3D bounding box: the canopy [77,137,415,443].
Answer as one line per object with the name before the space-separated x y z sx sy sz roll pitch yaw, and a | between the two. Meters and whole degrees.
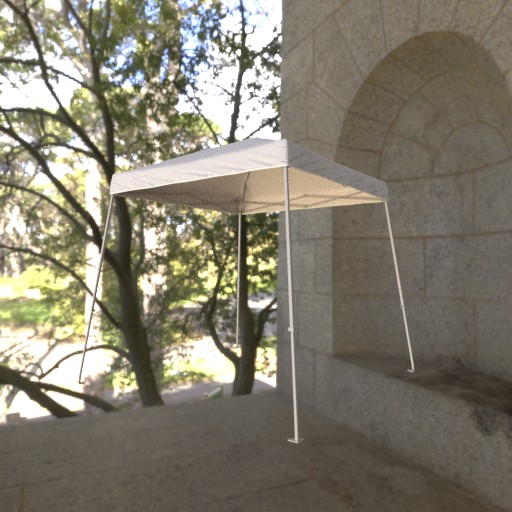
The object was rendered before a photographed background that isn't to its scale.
canopy | 0.000 0.000 6.654 3.599 3.600 3.600 -1 -2 36
